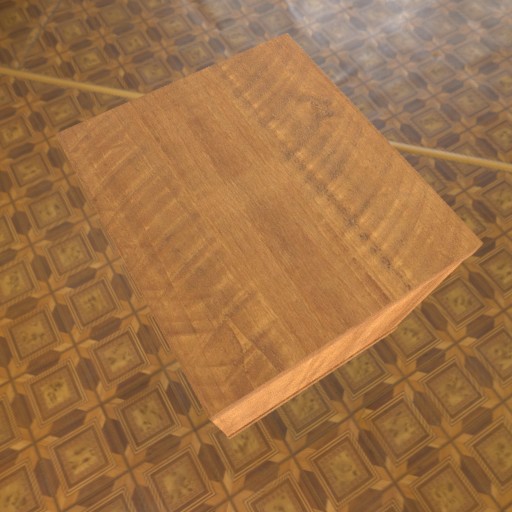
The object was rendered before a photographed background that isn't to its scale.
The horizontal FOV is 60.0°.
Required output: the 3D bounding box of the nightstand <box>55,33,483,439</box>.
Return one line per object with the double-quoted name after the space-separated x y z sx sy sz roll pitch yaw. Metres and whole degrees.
0.000 0.000 0.870 0.436 0.491 0.493 -29 68 -13 "nightstand"
